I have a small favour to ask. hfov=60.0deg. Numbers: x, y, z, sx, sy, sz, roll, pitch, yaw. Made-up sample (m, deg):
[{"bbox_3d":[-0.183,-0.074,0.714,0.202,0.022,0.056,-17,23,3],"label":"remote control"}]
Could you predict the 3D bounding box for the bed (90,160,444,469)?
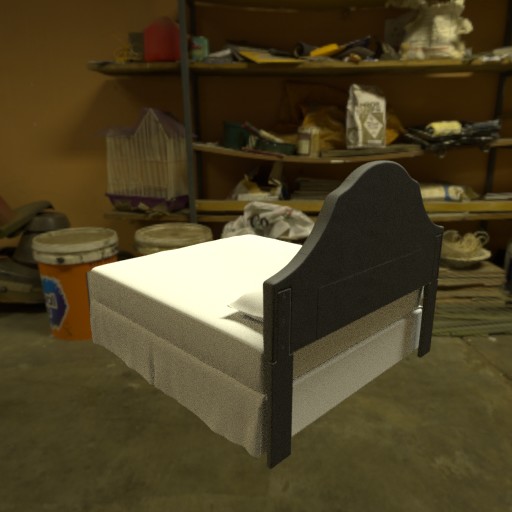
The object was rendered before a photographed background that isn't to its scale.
[{"bbox_3d":[0.000,0.000,3.628,2.008,1.615,2.214,-15,21,-43],"label":"bed"}]
